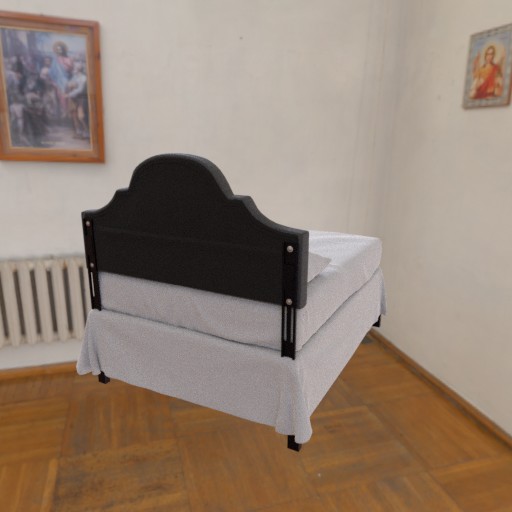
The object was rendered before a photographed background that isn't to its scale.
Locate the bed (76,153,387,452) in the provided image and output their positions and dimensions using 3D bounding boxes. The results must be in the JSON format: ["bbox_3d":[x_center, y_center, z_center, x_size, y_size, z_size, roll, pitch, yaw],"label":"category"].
[{"bbox_3d":[0.000,0.000,3.488,1.780,1.634,2.222,8,17,27],"label":"bed"}]
